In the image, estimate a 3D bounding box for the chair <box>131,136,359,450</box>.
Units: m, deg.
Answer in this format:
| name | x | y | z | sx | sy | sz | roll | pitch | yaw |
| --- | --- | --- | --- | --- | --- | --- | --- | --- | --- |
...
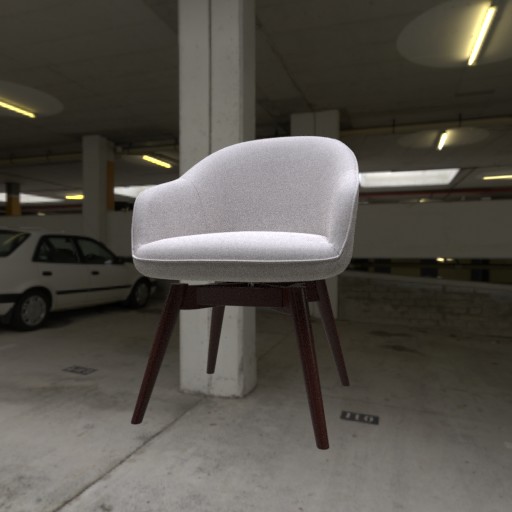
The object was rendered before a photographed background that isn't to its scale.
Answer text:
| name | x | y | z | sx | sy | sz | roll | pitch | yaw |
| --- | --- | --- | --- | --- | --- | --- | --- | --- | --- |
| chair | 0.000 | 0.000 | 1.273 | 0.596 | 0.823 | 0.635 | 0 | 1 | 17 |
